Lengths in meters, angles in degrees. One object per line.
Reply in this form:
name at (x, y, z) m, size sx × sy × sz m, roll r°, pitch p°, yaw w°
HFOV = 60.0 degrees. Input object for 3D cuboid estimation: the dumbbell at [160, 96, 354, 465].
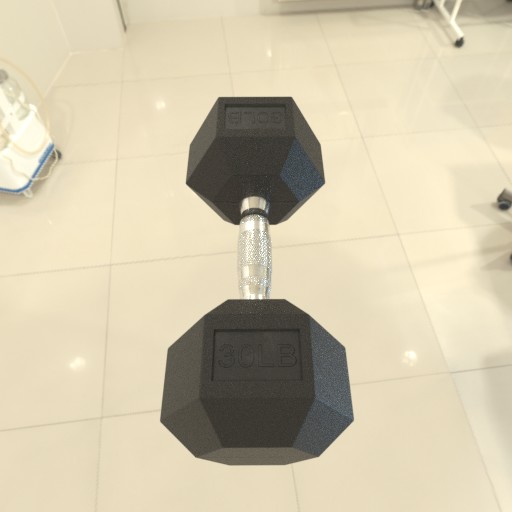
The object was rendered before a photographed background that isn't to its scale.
dumbbell at (0.000, 0.000, 0.402) m, size 0.142 × 0.123 × 0.337 m, roll 0°, pitch 57°, yaw 0°
